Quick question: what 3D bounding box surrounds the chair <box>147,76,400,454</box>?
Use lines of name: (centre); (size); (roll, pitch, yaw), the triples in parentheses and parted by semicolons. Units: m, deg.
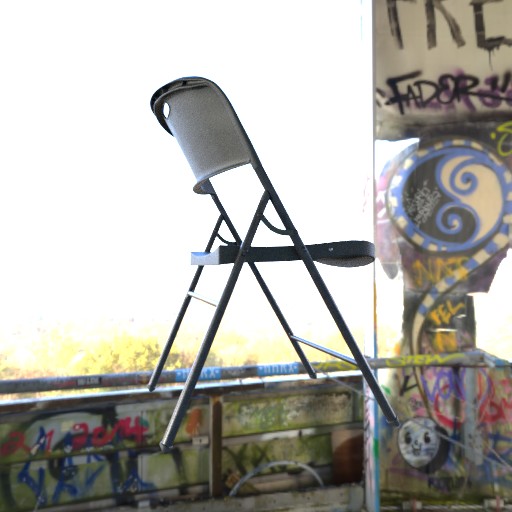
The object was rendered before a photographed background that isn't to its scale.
chair: (0.000, 0.000, 1.205); (0.567, 0.810, 0.494); (0, -1, -17)
